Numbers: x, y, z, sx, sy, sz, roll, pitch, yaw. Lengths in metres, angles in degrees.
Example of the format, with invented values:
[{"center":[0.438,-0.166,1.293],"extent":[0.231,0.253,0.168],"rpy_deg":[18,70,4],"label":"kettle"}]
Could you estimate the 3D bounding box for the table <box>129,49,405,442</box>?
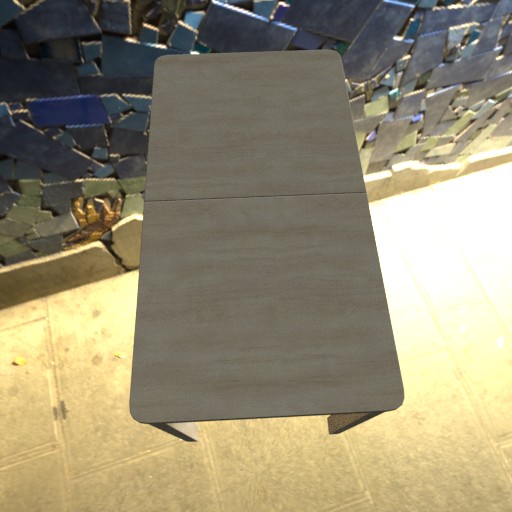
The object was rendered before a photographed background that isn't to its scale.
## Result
[{"center":[0.000,0.000,1.893],"extent":[0.750,0.900,1.400],"rpy_deg":[-3,64,-1],"label":"table"}]
